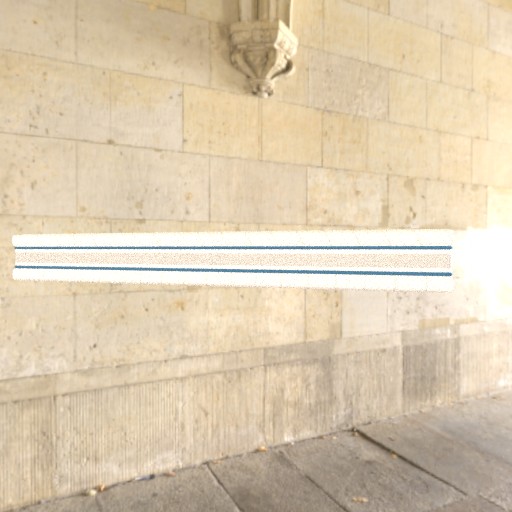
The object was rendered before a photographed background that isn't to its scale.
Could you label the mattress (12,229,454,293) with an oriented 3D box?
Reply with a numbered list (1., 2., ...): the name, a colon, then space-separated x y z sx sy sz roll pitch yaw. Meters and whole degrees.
1. mattress: 0.000 0.000 2.618 2.000 0.230 1.600 0 1 19
